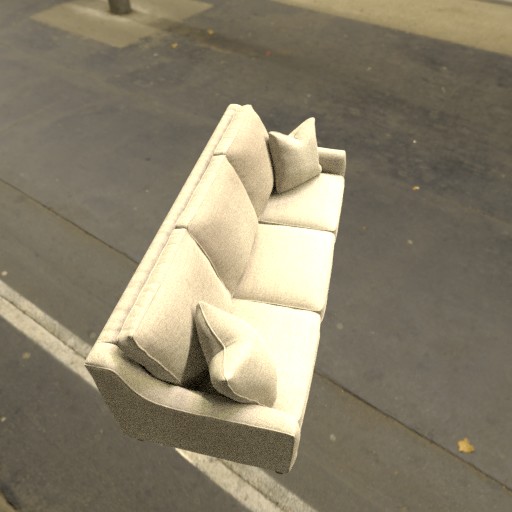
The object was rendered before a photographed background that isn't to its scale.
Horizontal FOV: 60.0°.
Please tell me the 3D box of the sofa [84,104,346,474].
[{"bbox_3d":[0.000,0.000,2.509,0.865,0.914,2.031,10,48,9],"label":"sofa"}]
